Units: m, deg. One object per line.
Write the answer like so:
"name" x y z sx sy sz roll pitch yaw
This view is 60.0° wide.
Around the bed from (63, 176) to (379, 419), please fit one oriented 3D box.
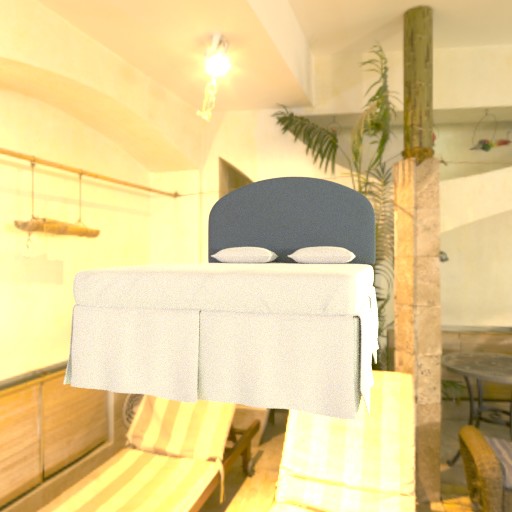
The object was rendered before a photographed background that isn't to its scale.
"bed" 0.000 0.000 3.054 1.607 1.410 2.005 0 0 17
